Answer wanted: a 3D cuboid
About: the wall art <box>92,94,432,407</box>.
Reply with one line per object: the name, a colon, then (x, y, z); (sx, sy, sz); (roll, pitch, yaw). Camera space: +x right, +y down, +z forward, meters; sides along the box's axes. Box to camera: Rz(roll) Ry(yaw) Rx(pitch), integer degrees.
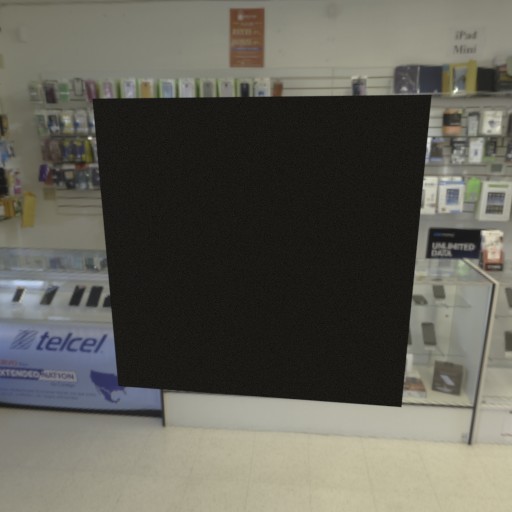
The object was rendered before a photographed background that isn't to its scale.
wall art: (0.000, 0.000, 0.453); (0.308, 0.305, 0.030); (2, 15, 7)
